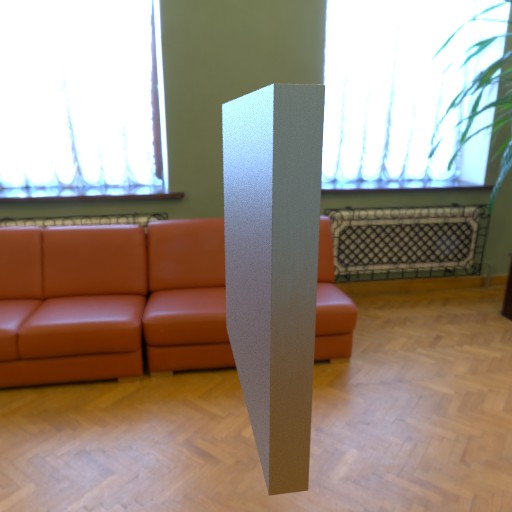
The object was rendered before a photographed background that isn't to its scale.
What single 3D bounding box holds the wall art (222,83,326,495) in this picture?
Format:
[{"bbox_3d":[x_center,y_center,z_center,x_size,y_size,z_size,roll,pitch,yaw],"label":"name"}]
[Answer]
[{"bbox_3d":[0.000,0.000,0.520,0.038,0.350,0.350,-3,17,-10],"label":"wall art"}]
